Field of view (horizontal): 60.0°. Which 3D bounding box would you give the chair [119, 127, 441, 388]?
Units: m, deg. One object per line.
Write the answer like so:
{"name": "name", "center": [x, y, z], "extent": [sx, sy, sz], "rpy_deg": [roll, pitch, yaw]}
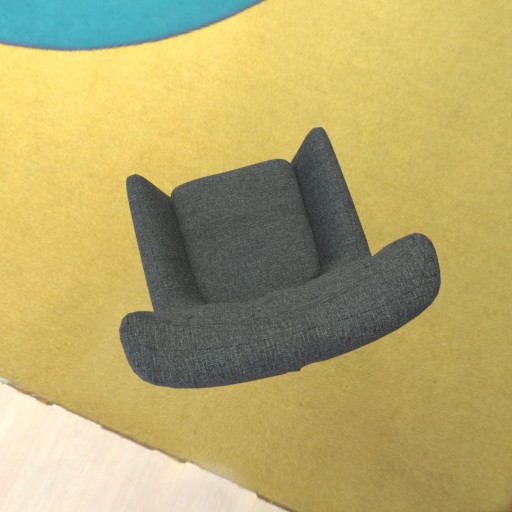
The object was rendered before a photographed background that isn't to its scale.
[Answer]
{"name": "chair", "center": [0.000, 0.000, 1.714], "extent": [0.878, 1.063, 0.904], "rpy_deg": [-16, 75, -4]}
